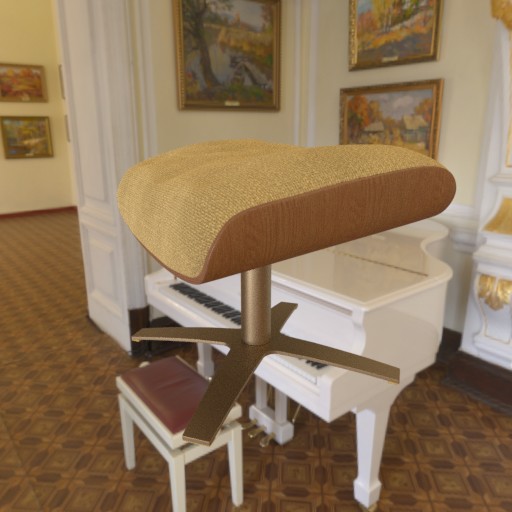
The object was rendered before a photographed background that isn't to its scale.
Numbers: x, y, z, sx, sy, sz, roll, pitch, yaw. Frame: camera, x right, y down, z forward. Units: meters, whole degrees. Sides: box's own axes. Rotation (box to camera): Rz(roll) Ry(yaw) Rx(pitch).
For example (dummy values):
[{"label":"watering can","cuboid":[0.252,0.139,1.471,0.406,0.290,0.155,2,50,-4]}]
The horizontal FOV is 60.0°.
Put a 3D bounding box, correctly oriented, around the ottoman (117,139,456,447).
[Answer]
[{"label":"ottoman","cuboid":[0.000,0.000,0.783,0.394,0.391,0.520,-8,18,-26]}]
